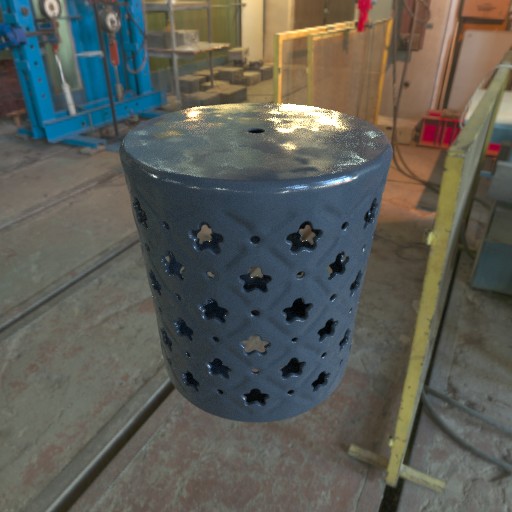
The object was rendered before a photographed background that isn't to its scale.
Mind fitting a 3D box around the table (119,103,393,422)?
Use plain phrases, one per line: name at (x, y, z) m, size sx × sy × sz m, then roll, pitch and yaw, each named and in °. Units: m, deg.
table at (0.000, 0.000, 0.682) m, size 0.352 × 0.387 × 0.352 m, roll 0°, pitch 32°, yaw 0°
